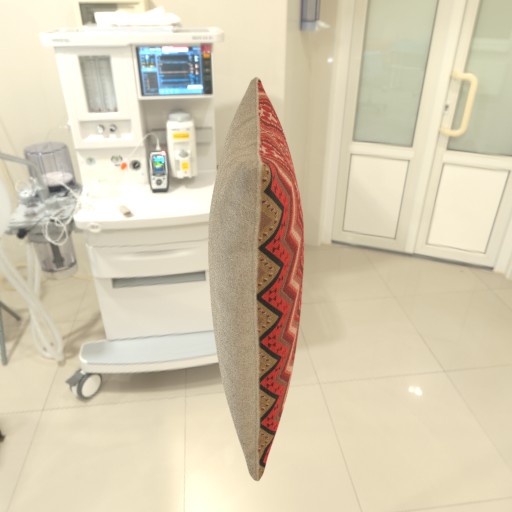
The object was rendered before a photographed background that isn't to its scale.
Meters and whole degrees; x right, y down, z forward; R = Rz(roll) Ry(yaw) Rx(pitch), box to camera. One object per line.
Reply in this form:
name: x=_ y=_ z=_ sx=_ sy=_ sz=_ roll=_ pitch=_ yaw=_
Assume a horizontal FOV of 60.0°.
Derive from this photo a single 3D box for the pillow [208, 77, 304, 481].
pillow: x=0.000 y=0.000 z=0.777 sx=0.158 sy=0.511 sz=0.513 roll=0 pitch=31 yaw=0
